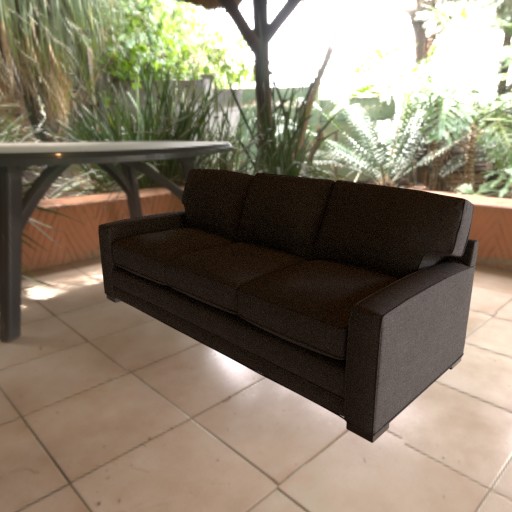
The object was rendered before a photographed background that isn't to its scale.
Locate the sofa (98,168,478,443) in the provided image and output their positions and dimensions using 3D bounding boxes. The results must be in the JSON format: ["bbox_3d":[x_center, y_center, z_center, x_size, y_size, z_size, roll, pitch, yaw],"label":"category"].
[{"bbox_3d":[0.000,0.000,2.862,2.369,0.978,1.004,16,22,43],"label":"sofa"}]
